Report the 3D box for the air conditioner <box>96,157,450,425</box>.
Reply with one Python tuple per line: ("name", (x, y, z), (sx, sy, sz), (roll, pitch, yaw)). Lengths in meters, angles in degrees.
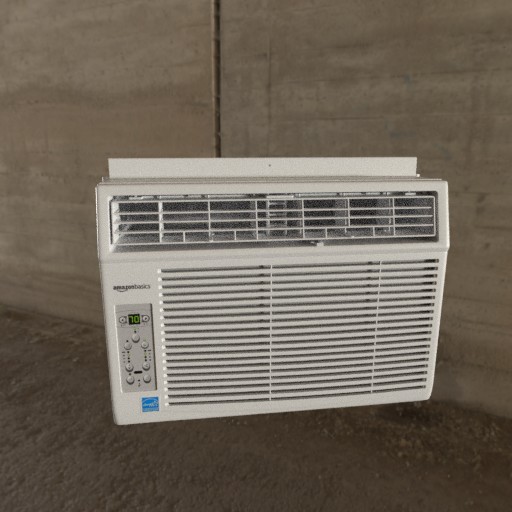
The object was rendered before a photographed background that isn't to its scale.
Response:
("air conditioner", (0.000, 0.000, 0.874), (0.503, 0.388, 0.546), (-2, 14, -8))
